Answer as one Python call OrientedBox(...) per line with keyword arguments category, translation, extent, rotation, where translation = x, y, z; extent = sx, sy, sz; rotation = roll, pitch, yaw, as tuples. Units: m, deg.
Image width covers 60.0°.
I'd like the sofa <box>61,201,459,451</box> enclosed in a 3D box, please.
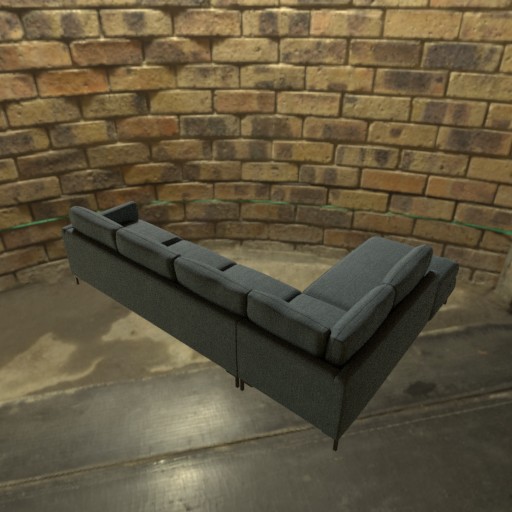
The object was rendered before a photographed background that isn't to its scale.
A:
OrientedBox(category="sofa", translation=(0.000, 0.000, 3.940), extent=(2.949, 0.815, 2.007), rotation=(23, 38, 33))
